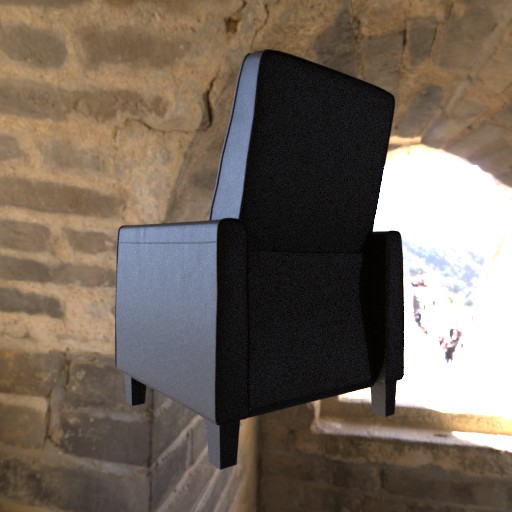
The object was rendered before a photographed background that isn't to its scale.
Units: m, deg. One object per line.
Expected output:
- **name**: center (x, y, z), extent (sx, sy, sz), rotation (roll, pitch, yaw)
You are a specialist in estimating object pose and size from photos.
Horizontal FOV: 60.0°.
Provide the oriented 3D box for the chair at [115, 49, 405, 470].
- **chair**: center (0.000, 0.000, 1.476), extent (0.705, 1.013, 0.746), rotation (1, -2, -36)
